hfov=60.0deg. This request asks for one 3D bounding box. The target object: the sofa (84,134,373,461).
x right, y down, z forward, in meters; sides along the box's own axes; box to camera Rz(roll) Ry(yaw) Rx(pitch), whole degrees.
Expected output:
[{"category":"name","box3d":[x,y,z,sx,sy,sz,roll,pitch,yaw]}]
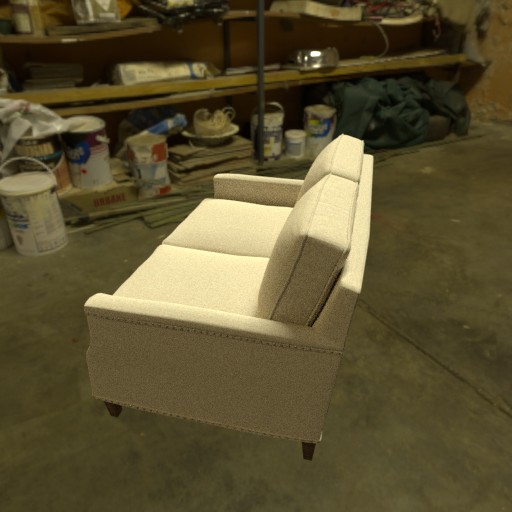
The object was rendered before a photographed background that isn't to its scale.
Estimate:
[{"category":"sofa","box3d":[0.000,0.000,2.295,1.084,1.003,1.597,7,30,13]}]
